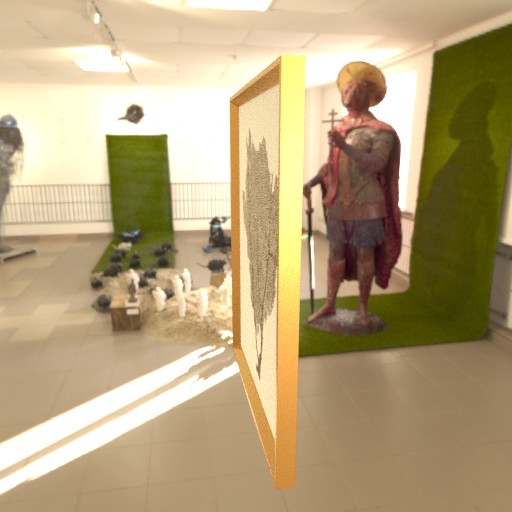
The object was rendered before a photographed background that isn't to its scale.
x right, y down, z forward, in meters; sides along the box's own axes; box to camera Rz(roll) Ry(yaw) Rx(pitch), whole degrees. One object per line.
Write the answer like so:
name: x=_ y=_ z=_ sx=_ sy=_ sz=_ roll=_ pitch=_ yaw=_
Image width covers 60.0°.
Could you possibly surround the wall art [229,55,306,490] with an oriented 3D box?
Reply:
wall art: x=0.000 y=0.000 z=1.040 sx=0.038 sy=0.762 sz=0.610 roll=-3 pitch=14 yaw=-10
